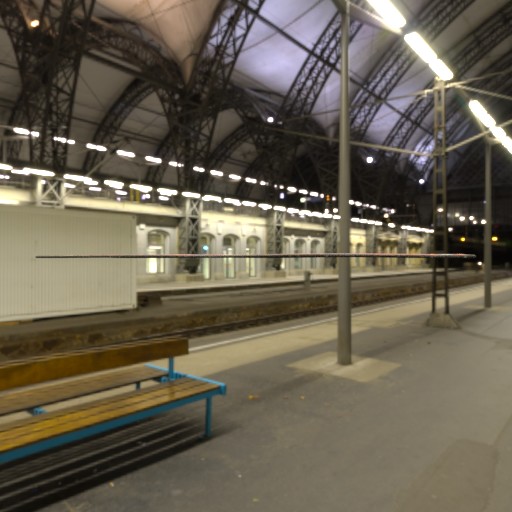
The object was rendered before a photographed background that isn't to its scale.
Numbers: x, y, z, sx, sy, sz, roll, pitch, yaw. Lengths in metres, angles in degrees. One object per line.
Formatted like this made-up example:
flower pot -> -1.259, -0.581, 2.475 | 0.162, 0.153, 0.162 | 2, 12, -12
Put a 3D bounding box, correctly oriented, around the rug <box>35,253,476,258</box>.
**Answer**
rug -> 0.000, 0.000, 3.627 | 3.032, 0.034, 1.522 | 0, 0, 18
